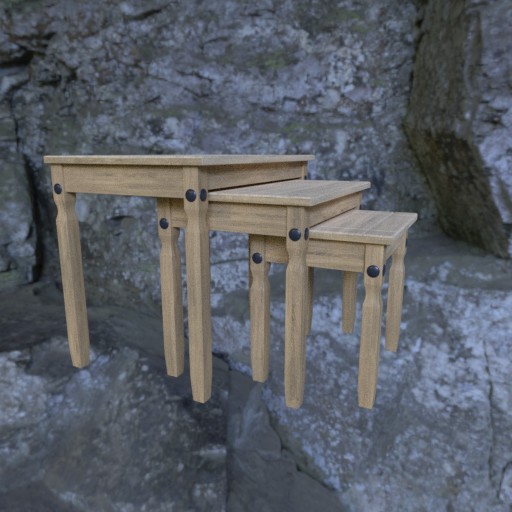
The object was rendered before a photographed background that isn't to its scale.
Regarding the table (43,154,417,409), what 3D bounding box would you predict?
[{"bbox_3d":[0.000,0.000,1.209,0.773,0.535,0.660,6,15,25],"label":"table"}]
